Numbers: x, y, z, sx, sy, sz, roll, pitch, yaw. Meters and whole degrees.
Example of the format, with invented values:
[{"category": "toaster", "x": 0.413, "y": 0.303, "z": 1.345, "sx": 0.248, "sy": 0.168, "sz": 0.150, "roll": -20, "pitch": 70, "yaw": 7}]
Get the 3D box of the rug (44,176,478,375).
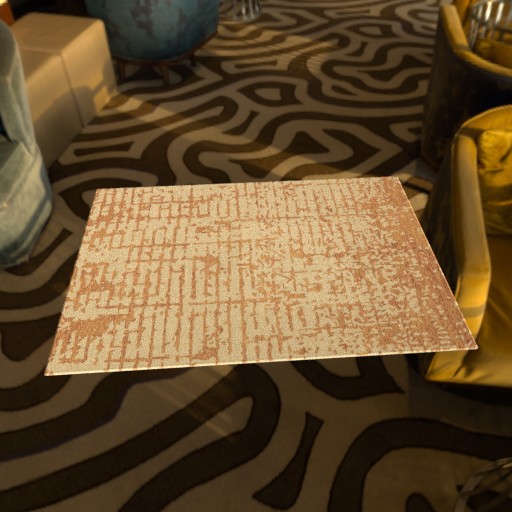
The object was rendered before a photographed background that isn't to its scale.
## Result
[{"category": "rug", "x": 0.000, "y": 0.000, "z": 2.277, "sx": 1.829, "sy": 0.011, "sz": 1.219, "roll": -3, "pitch": 47, "yaw": -3}]
